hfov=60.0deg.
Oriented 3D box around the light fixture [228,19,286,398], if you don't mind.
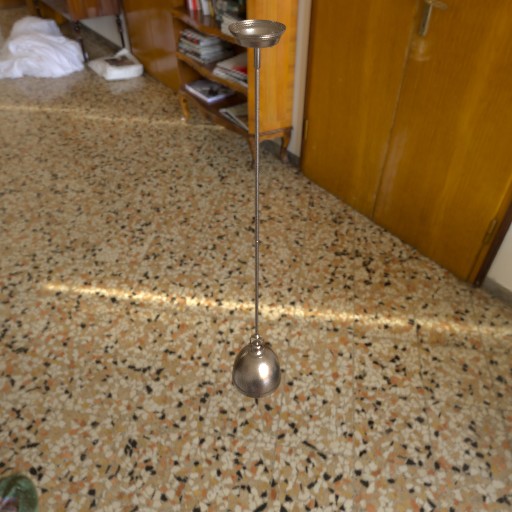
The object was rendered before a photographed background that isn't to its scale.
[{"bbox_3d":[0.000,0.000,1.445,0.217,1.367,0.211,13,43,14],"label":"light fixture"}]
